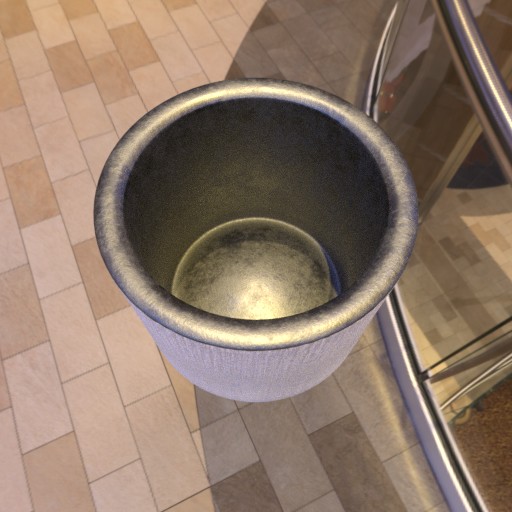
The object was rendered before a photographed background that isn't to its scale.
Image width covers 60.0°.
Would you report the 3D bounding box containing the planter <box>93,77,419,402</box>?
[{"bbox_3d":[0.000,0.000,0.218,0.125,0.112,0.125,0,63,0],"label":"planter"}]
